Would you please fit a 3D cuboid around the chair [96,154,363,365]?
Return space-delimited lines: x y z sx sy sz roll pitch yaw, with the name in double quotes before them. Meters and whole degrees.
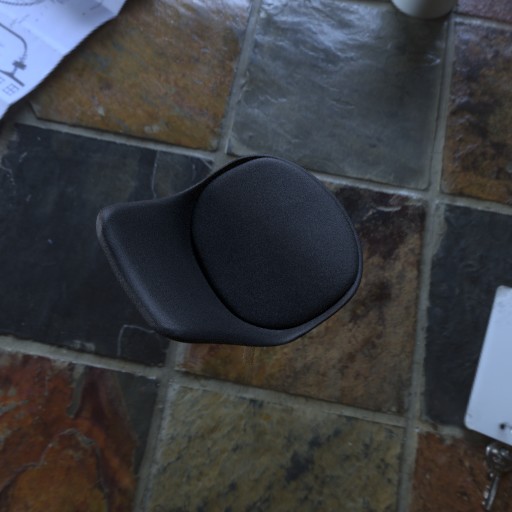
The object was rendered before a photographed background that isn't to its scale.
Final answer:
"chair" 0.000 0.000 1.185 0.549 0.850 0.485 -32 78 -7
